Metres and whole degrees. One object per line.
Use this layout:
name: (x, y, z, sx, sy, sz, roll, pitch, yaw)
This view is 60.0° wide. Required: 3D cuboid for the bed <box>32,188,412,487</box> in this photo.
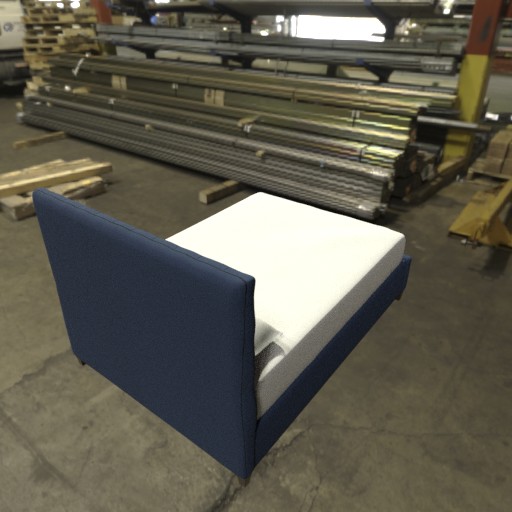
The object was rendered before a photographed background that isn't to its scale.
bed: (0.000, 0.000, 3.422, 1.706, 1.427, 2.387, 21, 37, 32)
